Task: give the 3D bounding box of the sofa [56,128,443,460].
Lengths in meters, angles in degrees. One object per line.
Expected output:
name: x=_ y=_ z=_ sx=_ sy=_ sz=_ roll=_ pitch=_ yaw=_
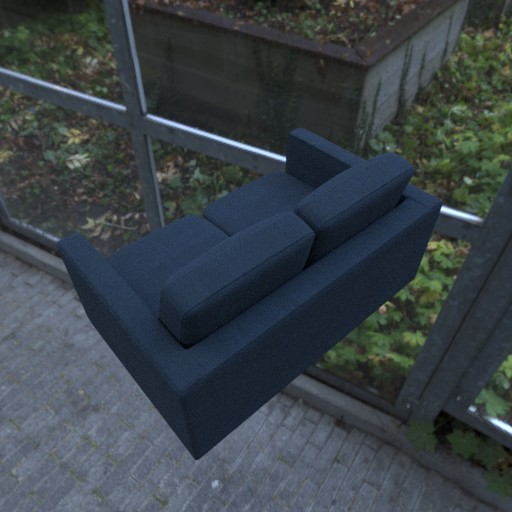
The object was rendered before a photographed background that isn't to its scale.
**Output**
sofa: x=0.000 y=0.000 z=2.192 sx=1.518 sy=0.930 sz=0.999 roll=-32 pitch=53 yaw=-28
